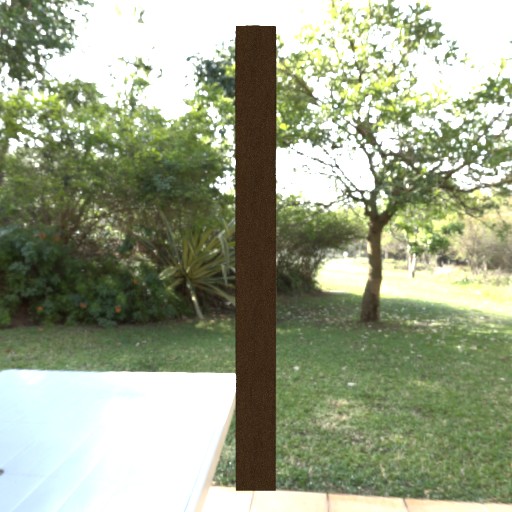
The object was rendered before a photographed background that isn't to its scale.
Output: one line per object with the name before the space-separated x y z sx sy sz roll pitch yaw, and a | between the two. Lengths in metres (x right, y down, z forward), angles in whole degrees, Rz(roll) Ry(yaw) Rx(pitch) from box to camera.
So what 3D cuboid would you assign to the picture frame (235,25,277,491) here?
picture frame | 0.000 0.000 0.710 0.046 0.526 0.421 0 2 0
